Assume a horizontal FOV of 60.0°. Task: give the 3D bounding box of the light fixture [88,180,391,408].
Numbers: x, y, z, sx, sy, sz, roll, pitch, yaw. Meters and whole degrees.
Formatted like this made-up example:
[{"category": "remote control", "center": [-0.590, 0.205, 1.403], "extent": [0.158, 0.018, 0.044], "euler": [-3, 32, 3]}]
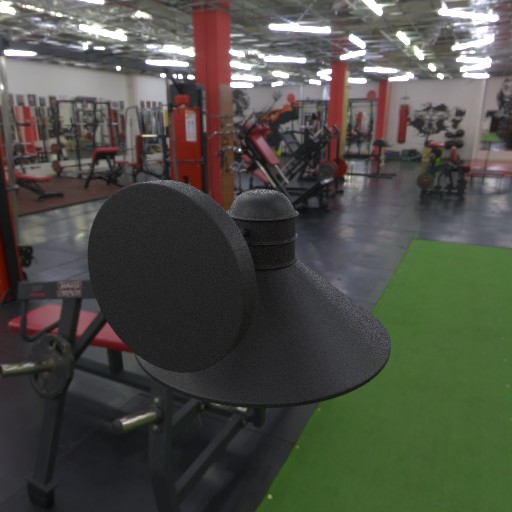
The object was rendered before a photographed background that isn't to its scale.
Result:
[{"category": "light fixture", "center": [0.000, 0.000, 0.656], "extent": [0.396, 0.265, 0.434], "euler": [9, 19, 27]}]
